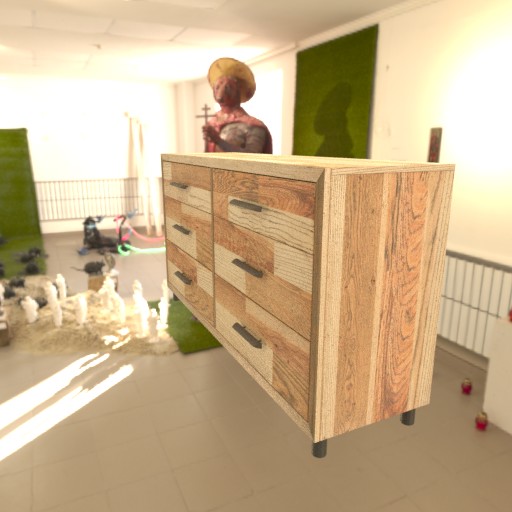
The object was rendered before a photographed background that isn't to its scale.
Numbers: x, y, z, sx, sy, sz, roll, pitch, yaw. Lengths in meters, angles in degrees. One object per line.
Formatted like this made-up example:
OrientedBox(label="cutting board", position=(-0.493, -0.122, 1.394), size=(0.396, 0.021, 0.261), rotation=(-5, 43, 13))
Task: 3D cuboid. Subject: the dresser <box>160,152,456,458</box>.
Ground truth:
OrientedBox(label="dresser", position=(0.000, 0.000, 1.912), size=(0.487, 0.834, 1.547), rotation=(-7, 16, -25))
